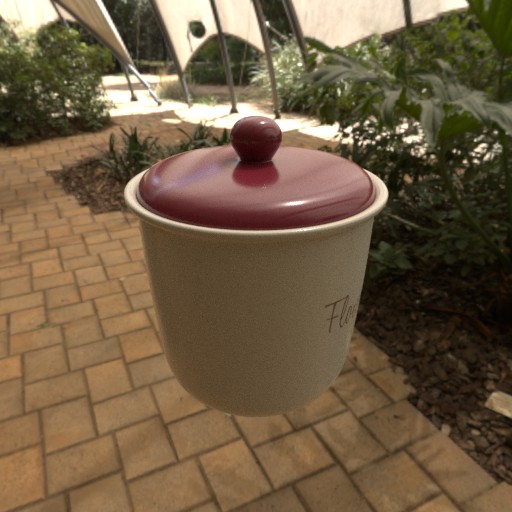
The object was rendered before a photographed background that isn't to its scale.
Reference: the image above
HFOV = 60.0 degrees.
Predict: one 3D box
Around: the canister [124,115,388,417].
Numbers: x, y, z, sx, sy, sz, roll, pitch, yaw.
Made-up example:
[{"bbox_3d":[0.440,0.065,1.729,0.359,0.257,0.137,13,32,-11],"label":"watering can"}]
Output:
[{"bbox_3d":[0.000,0.000,0.341,0.182,0.208,0.182,0,27,0],"label":"canister"}]
